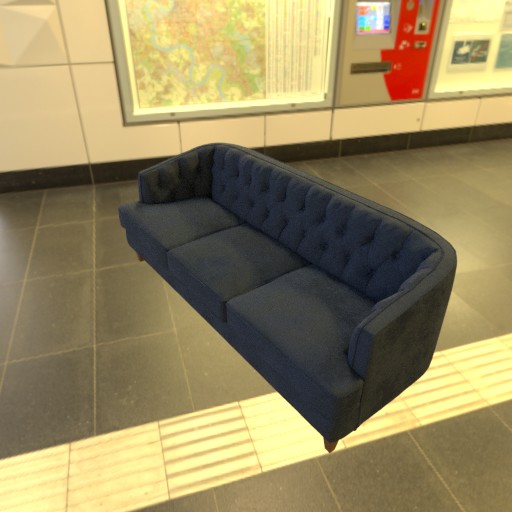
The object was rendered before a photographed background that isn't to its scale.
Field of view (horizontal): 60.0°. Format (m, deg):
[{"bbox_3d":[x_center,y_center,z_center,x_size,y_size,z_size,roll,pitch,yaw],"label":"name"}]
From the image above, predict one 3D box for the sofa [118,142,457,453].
[{"bbox_3d":[0.000,0.000,2.777,0.941,0.855,2.278,-21,38,-31],"label":"sofa"}]
